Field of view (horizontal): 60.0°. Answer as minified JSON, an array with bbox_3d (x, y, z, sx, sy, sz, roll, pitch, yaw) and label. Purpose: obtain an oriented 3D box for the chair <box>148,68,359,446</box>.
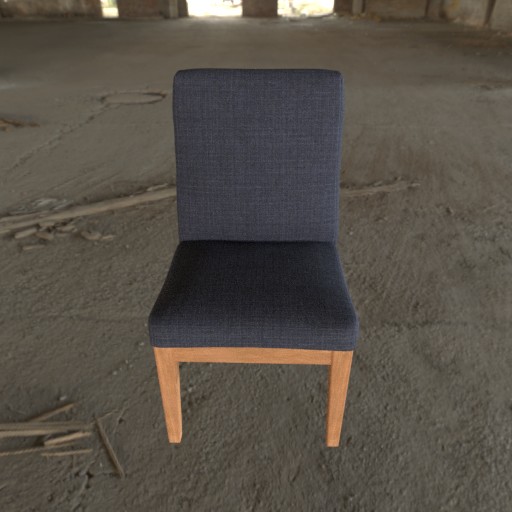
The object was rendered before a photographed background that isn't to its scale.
[{"bbox_3d":[0.000,0.000,1.251,0.507,0.911,0.586,1,31,1],"label":"chair"}]
